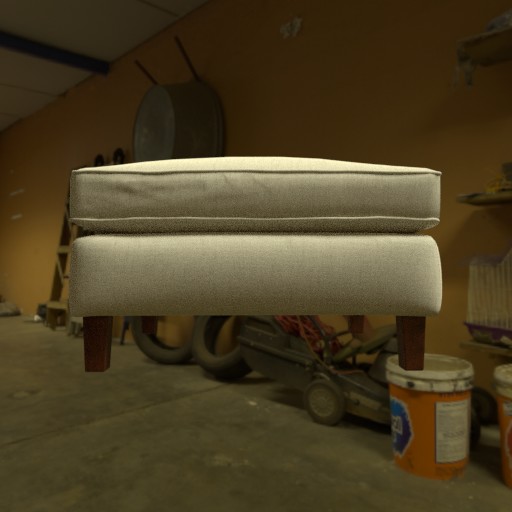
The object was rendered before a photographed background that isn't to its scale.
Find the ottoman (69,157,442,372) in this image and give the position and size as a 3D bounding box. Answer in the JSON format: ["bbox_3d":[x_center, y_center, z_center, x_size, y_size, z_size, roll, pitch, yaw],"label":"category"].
[{"bbox_3d":[0.000,0.000,0.986,0.665,0.406,0.501,0,-1,-1],"label":"ottoman"}]
